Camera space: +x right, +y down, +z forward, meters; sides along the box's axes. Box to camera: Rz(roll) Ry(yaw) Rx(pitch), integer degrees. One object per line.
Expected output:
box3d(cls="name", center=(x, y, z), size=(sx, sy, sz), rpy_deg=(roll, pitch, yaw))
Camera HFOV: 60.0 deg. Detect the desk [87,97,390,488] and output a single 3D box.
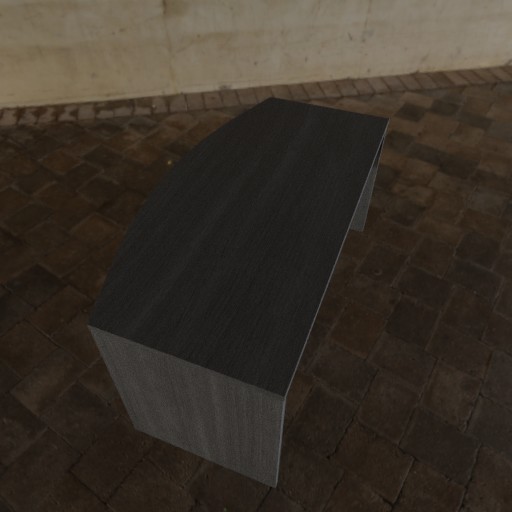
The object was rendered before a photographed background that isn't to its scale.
box3d(cls="desk", center=(0.000, 0.000, 2.069), size=(0.802, 0.750, 1.600), rpy_deg=(16, 48, 15))
